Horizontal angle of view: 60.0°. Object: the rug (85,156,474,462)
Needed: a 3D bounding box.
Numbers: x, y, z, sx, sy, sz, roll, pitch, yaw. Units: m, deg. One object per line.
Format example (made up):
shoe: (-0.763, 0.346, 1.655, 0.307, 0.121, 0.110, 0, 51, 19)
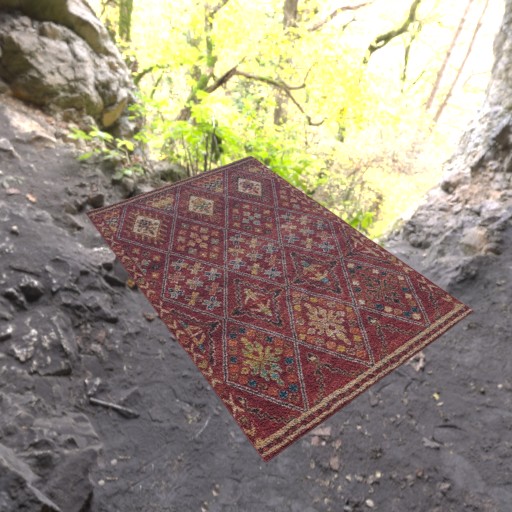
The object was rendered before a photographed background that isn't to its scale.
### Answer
rug: (0.000, 0.000, 2.962, 1.521, 0.026, 2.286, -25, 47, -26)
